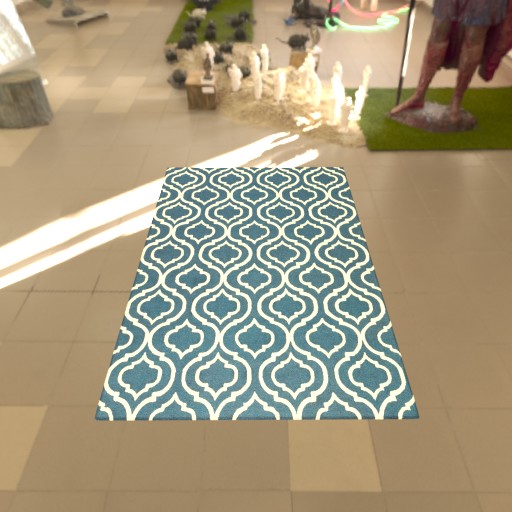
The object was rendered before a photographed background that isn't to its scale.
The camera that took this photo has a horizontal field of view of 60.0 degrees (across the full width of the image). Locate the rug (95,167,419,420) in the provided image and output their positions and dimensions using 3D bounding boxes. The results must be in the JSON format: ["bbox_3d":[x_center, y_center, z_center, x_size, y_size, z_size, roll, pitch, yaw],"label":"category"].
[{"bbox_3d":[0.000,0.000,2.216,1.143,0.010,1.753,0,41,0],"label":"rug"}]
